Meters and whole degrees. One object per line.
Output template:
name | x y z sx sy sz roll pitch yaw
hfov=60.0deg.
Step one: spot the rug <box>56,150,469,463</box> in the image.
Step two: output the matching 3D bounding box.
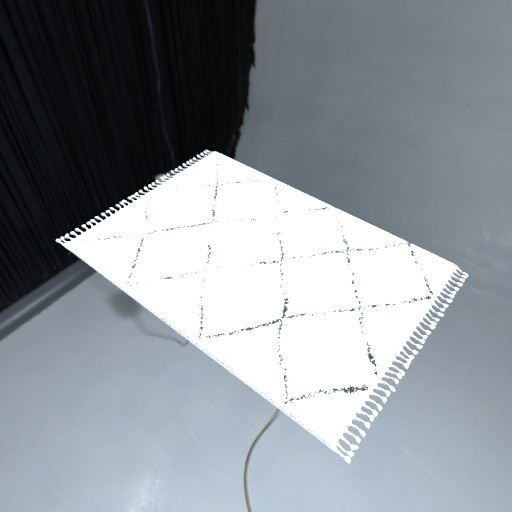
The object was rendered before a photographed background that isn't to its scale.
rug | 0.000 0.000 2.906 2.307 0.031 1.494 30 53 26
